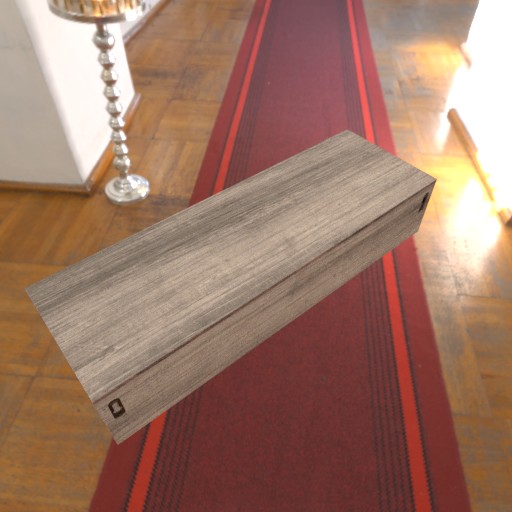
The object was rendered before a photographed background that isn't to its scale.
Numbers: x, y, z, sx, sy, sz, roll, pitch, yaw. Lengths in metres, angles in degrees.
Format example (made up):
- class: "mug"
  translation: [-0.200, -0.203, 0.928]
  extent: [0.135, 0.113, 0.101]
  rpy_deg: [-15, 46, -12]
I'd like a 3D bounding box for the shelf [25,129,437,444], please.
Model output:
- class: "shelf"
  translation: [0.000, 0.000, 0.697]
  extent: [0.610, 0.125, 0.200]
  rpy_deg: [-31, 54, -26]
